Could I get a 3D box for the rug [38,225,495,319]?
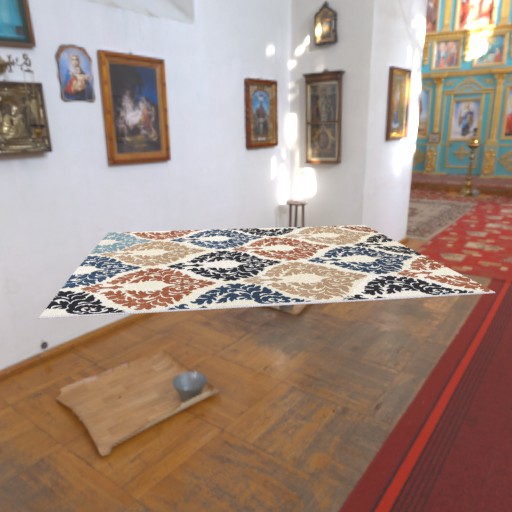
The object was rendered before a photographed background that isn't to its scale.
[{"bbox_3d":[0.000,0.000,4.039,3.040,0.014,2.423,-2,16,-8],"label":"rug"}]
